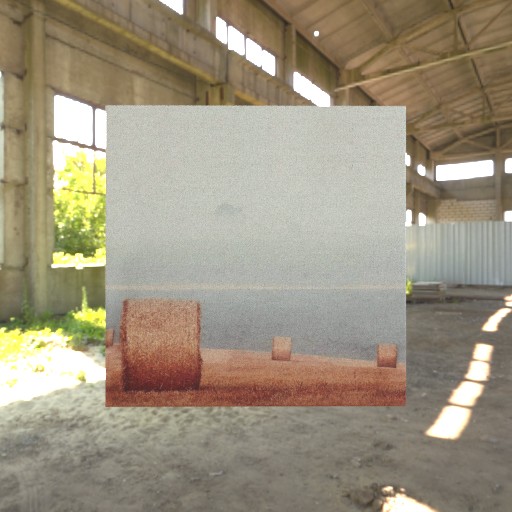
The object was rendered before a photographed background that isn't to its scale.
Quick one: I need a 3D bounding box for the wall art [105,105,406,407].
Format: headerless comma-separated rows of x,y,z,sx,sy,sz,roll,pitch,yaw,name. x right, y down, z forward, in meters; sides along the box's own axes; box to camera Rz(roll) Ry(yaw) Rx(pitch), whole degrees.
0.000,0.000,0.607,0.405,0.405,0.023,0,0,0,wall art
